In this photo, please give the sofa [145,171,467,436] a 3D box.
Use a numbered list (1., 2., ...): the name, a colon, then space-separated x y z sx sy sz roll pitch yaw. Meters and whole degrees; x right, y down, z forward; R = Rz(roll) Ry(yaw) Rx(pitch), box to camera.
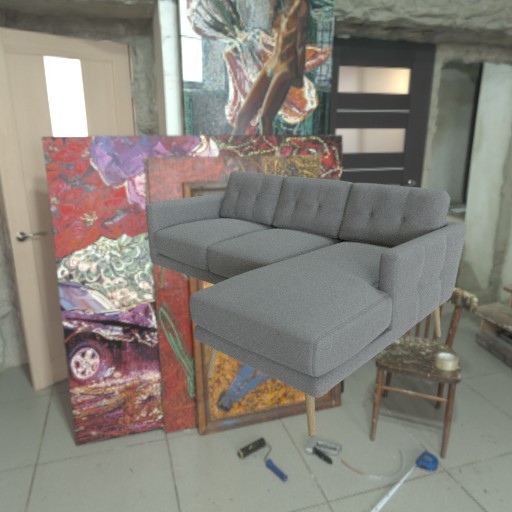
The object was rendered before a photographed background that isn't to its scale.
1. sofa: 0.000 0.000 2.775 2.040 0.860 1.530 15 21 41
